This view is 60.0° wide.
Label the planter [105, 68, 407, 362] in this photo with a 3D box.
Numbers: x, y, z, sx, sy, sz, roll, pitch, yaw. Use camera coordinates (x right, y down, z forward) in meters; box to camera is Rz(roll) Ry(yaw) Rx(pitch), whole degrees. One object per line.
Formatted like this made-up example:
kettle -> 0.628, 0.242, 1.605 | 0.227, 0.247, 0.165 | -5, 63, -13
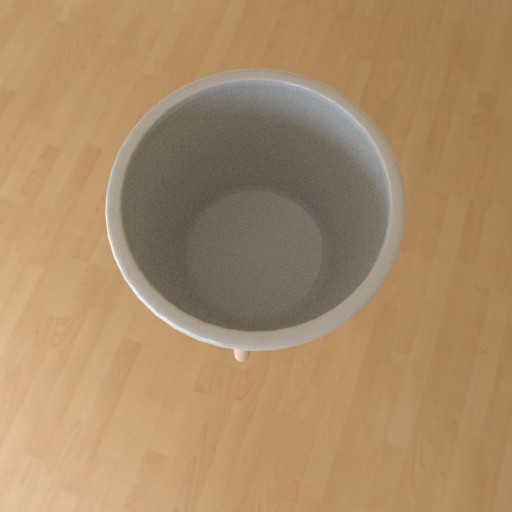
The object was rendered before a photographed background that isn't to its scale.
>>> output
planter -> 0.000, 0.000, 0.475 | 0.217, 0.331, 0.217 | -5, 75, -1
